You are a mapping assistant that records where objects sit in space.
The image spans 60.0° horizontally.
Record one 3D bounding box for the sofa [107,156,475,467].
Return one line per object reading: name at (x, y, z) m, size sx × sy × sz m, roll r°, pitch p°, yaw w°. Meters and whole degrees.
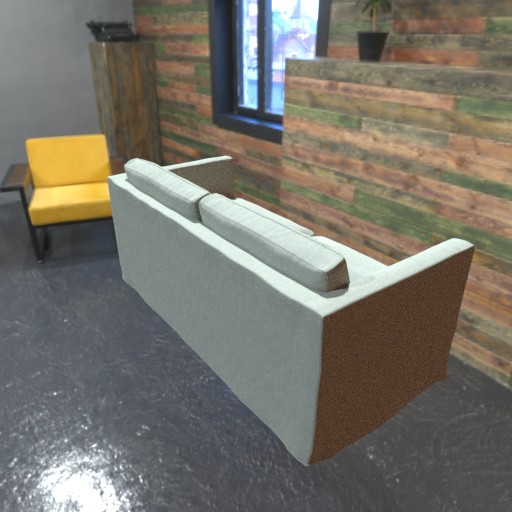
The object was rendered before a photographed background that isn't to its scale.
sofa at (0.000, 0.000, 2.485) m, size 0.940 × 0.870 × 1.987 m, roll -18°, pitch 32°, yaw -32°
